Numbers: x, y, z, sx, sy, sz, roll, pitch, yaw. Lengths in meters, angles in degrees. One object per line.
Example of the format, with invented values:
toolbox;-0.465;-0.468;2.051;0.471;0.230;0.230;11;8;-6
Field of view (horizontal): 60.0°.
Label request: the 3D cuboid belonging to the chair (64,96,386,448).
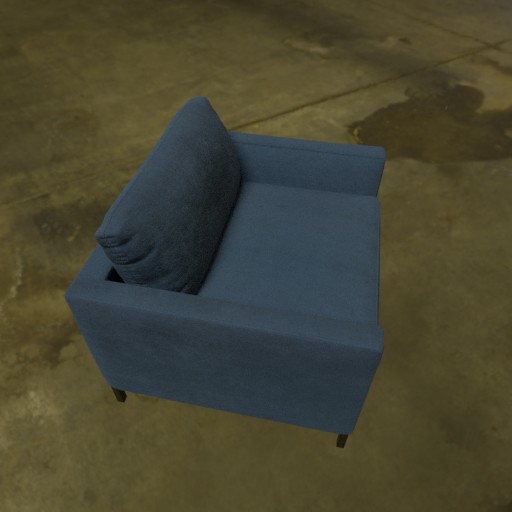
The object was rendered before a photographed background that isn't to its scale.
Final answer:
chair;0.000;0.000;1.592;0.875;0.812;0.964;9;46;8
